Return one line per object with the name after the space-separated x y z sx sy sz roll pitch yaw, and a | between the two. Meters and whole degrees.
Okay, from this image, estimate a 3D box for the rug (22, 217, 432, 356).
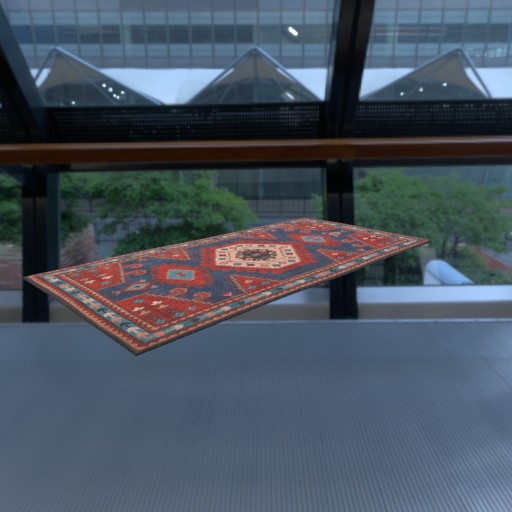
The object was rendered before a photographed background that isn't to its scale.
0.000 0.000 3.559 3.032 0.034 1.522 -15 22 -42 | rug
